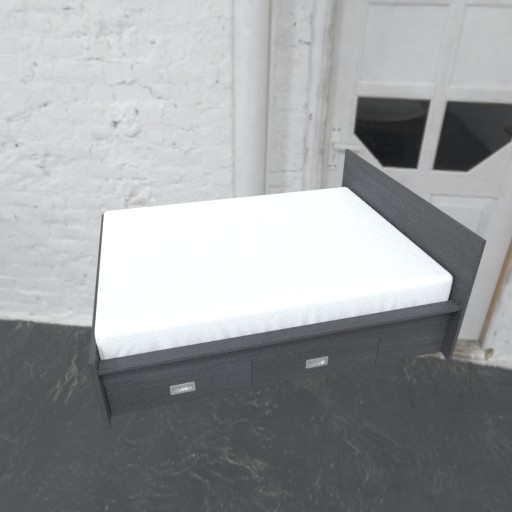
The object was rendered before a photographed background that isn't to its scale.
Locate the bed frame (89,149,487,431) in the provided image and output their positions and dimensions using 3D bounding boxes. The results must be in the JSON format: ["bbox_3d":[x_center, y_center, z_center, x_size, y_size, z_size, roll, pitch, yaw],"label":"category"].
[{"bbox_3d":[0.000,0.000,2.881,1.960,0.800,1.622,-8,31,-13],"label":"bed frame"}]
